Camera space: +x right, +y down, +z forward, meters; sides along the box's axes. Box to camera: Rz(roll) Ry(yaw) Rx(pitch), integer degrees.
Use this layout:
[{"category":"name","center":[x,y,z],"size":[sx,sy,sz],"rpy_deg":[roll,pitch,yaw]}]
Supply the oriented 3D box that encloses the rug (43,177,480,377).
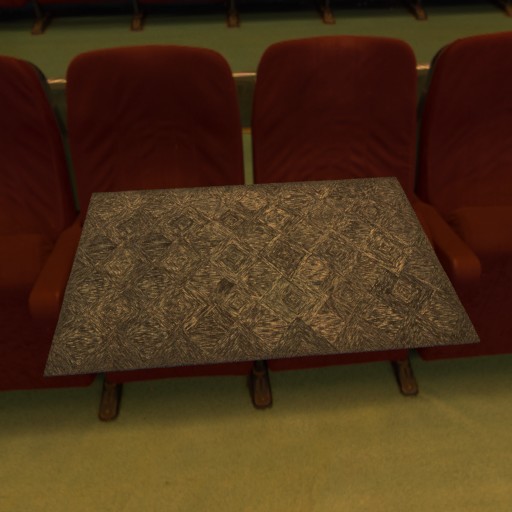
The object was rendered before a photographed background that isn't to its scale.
[{"category":"rug","center":[0.000,0.000,2.155],"size":[1.754,0.010,1.139],"rpy_deg":[-4,46,-4]}]
